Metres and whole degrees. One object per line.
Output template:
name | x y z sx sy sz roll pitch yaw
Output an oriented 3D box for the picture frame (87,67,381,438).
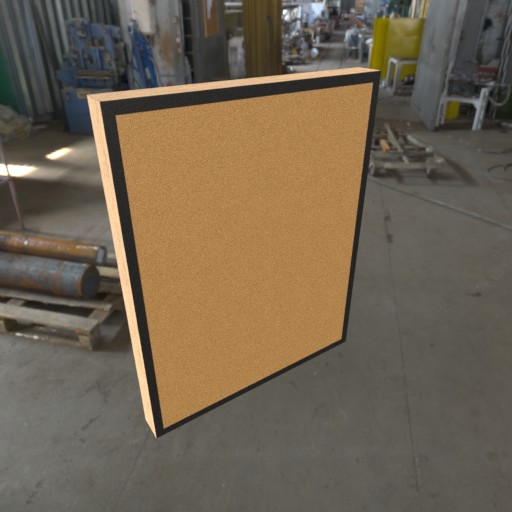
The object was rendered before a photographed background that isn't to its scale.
picture frame | 0.000 0.000 0.707 0.421 0.526 0.046 -19 35 -29
